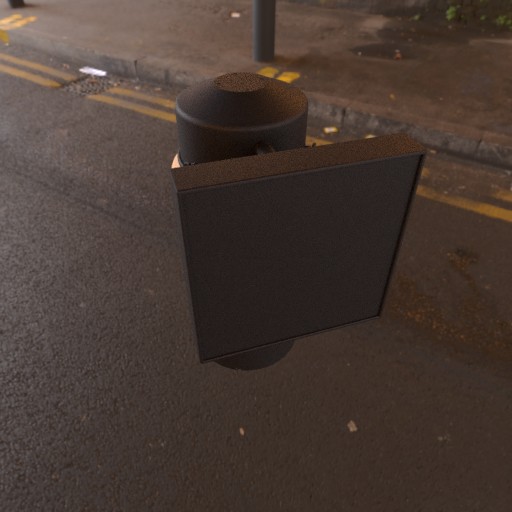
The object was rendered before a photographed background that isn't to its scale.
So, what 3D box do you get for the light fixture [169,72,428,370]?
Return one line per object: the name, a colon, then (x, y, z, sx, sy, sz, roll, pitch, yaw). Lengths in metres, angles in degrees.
light fixture: (0.000, 0.000, 0.359, 0.130, 0.257, 0.176, -12, 42, -13)
